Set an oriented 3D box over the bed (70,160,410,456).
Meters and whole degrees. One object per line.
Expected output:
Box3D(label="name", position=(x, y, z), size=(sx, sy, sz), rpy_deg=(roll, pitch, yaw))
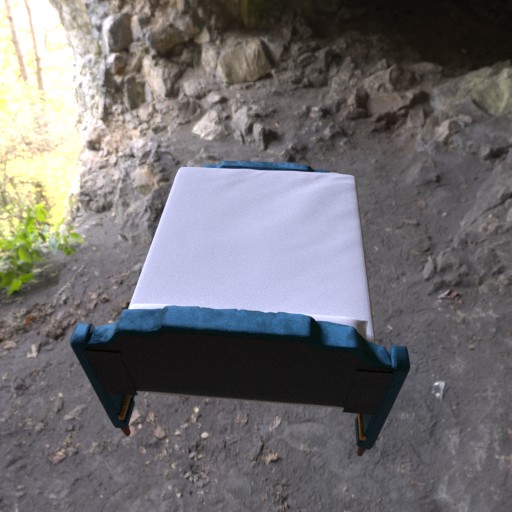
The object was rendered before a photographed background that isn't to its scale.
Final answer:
Box3D(label="bed", position=(0.000, 0.000, 3.289), size=(1.678, 1.338, 2.322), rpy_deg=(4, 46, 3))
